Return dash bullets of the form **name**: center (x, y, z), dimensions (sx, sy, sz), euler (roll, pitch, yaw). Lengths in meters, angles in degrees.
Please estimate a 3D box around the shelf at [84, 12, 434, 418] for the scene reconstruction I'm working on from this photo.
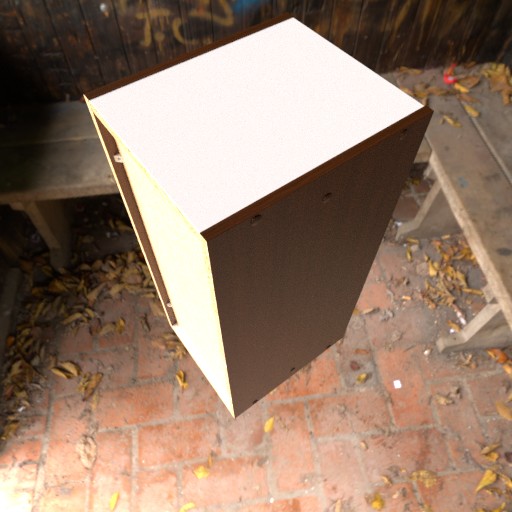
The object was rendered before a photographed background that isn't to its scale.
- **shelf**: center (0.000, 0.000, 0.731), dimensions (0.290, 0.600, 0.253), euler (-32, 62, -19)
